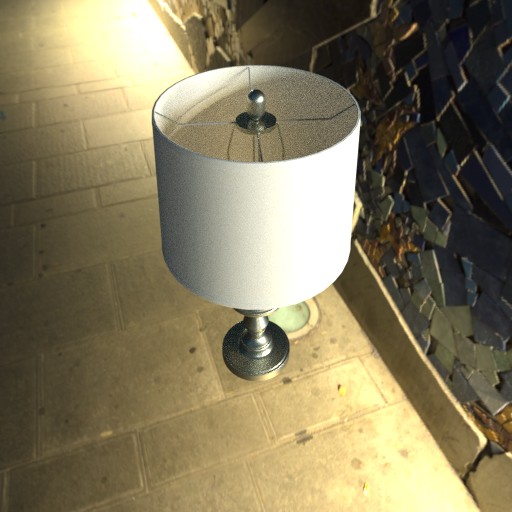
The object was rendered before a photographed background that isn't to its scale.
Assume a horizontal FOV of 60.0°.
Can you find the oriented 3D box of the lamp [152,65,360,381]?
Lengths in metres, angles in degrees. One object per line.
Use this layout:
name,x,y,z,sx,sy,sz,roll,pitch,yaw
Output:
lamp,0.000,0.000,0.952,0.383,0.733,0.383,0,45,0
